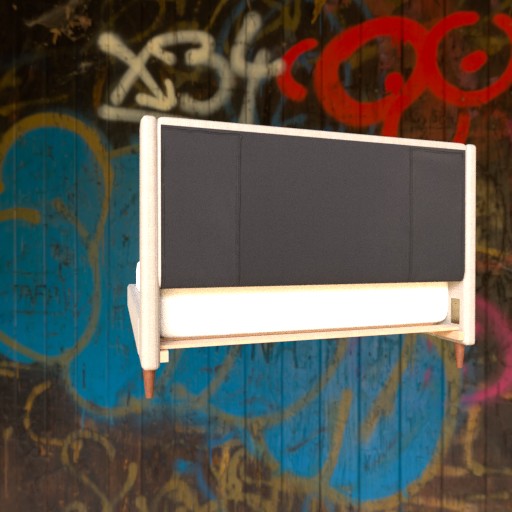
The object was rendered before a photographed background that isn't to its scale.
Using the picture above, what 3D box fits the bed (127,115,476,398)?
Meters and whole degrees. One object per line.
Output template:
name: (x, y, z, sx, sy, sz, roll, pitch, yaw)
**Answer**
bed: (0.000, 0.000, 3.056, 1.656, 1.147, 2.232, 0, 1, -18)
